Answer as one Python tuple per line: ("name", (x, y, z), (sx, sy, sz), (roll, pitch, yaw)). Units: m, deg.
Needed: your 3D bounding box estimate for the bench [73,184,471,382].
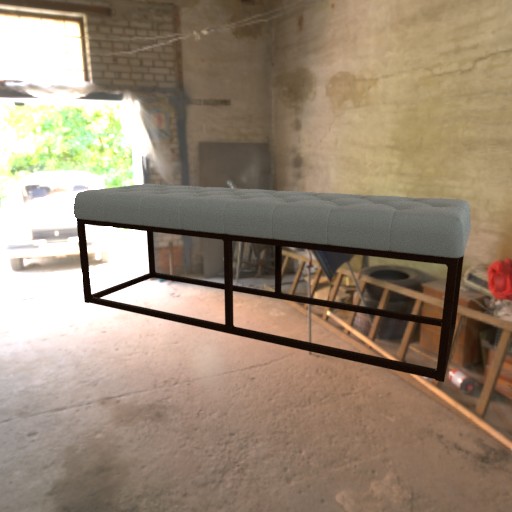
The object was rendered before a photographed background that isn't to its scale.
("bench", (0.000, 0.000, 1.747), (1.488, 0.488, 0.479), (7, 16, 27))
